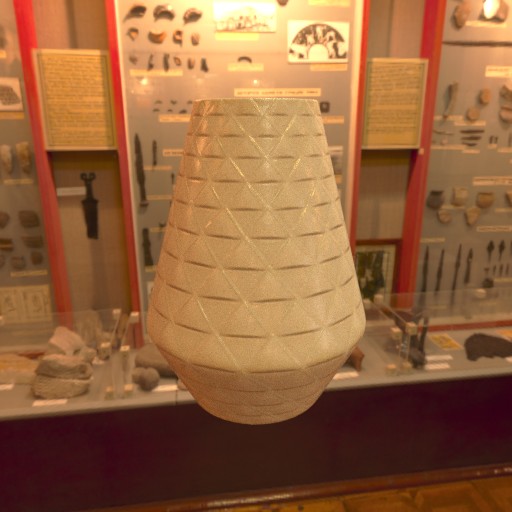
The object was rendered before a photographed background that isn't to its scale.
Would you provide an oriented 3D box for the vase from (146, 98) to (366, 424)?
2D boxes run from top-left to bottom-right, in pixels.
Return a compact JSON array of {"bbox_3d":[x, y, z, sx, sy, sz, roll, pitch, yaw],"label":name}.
[{"bbox_3d":[0.000,0.000,0.348,0.175,0.230,0.175,0,17,0],"label":"vase"}]
